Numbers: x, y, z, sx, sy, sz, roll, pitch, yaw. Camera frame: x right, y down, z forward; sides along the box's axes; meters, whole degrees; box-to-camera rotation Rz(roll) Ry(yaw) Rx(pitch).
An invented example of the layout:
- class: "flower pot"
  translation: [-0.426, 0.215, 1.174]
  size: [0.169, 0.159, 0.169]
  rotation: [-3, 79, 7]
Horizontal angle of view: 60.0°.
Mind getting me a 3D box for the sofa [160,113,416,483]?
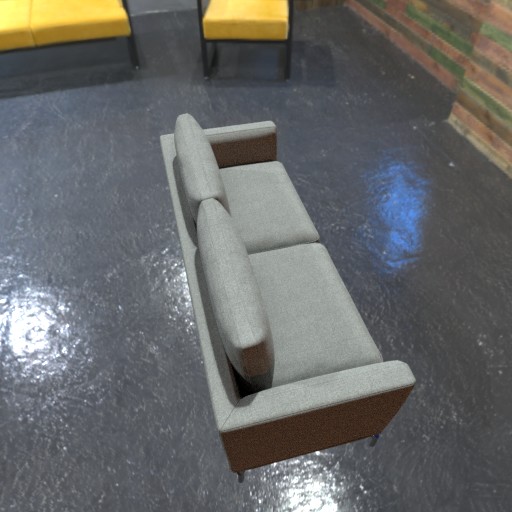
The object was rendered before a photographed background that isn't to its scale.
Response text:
- class: "sofa"
  translation: [0.000, 0.000, 2.679]
  size: [0.869, 1.002, 2.212]
  rotation: [-11, 47, -10]
